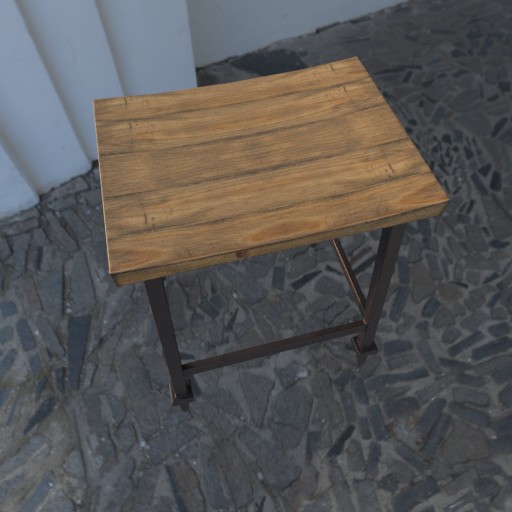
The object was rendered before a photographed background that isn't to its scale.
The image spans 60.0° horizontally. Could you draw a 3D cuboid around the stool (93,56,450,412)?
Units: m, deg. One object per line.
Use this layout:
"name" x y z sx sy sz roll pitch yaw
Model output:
"stool" 0.000 0.000 0.938 0.486 0.625 0.405 -12 58 -8
